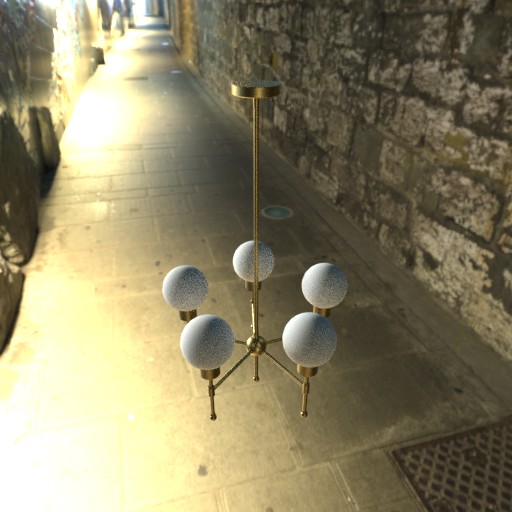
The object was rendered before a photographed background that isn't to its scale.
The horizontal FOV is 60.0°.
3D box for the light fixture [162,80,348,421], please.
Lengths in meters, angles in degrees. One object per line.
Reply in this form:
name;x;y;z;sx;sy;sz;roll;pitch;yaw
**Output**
light fixture;0.000;0.000;1.803;0.815;1.331;0.785;-1;30;-2
